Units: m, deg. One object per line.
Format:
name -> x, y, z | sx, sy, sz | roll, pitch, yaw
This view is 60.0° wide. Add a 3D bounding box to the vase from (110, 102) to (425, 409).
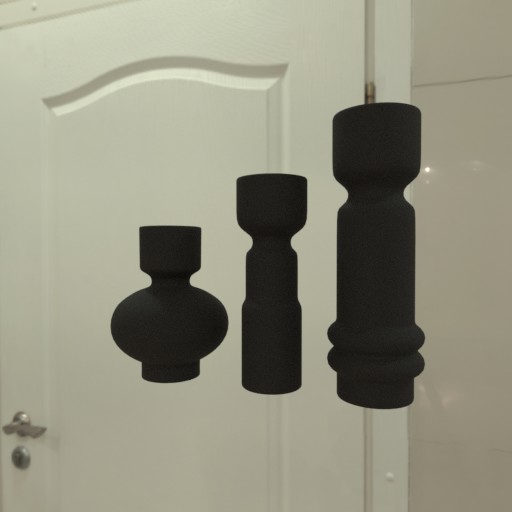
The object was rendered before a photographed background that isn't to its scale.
vase -> 0.000, 0.000, 0.428 | 0.307, 0.249, 0.120 | 0, 1, 19
